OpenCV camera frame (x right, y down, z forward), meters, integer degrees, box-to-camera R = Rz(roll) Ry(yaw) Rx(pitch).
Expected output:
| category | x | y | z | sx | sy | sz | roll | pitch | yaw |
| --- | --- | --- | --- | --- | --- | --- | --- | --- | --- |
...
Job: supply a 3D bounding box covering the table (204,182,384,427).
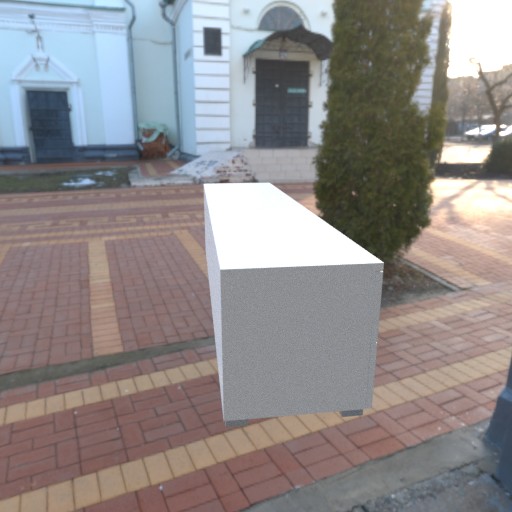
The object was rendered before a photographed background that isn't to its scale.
| category | x | y | z | sx | sy | sz | roll | pitch | yaw |
| --- | --- | --- | --- | --- | --- | --- | --- | --- | --- |
| table | 0.000 | 0.000 | 1.872 | 0.390 | 0.420 | 1.650 | -2 | 16 | -7 |
